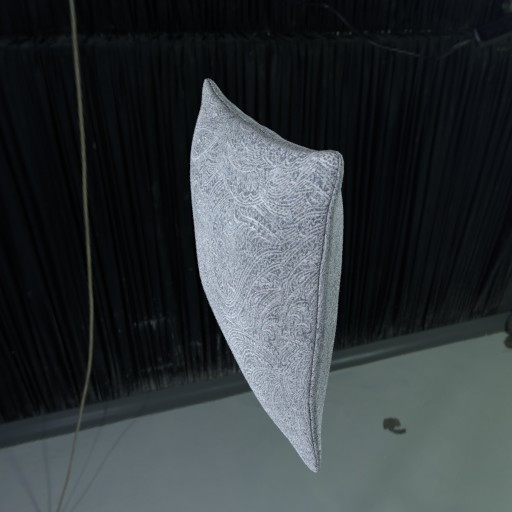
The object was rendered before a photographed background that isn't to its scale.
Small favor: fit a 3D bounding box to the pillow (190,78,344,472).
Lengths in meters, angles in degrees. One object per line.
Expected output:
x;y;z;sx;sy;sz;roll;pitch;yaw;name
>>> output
0.000;0.000;0.772;0.166;0.510;0.523;-10;32;-17;pillow
